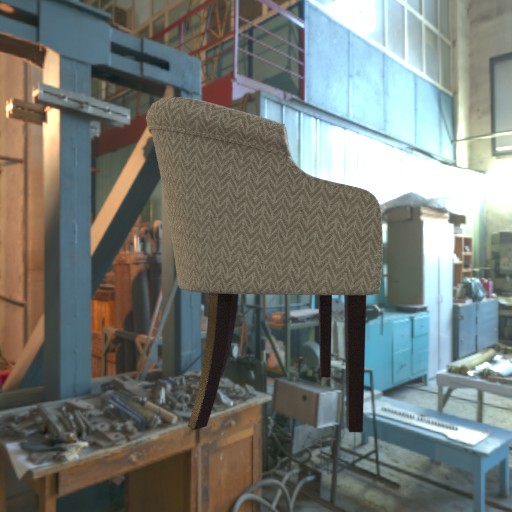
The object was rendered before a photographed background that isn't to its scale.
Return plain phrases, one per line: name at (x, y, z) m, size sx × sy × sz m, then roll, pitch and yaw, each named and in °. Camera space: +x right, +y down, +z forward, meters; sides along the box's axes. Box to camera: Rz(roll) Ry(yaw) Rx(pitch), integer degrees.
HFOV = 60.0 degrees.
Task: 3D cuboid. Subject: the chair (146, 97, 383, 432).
chair at (0.000, 0.000, 1.340) m, size 0.613 × 0.858 × 0.686 m, roll 0°, pitch 0°, yaw 1°
